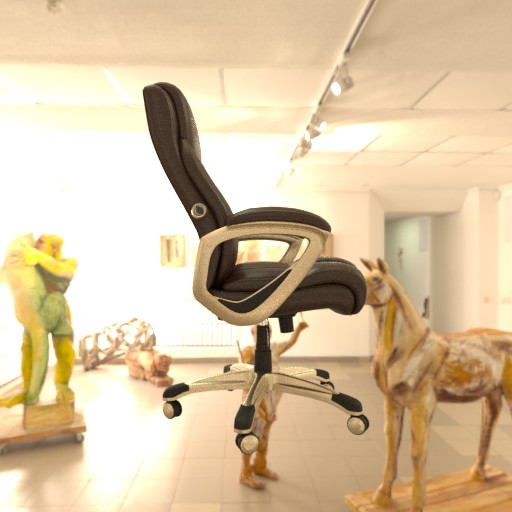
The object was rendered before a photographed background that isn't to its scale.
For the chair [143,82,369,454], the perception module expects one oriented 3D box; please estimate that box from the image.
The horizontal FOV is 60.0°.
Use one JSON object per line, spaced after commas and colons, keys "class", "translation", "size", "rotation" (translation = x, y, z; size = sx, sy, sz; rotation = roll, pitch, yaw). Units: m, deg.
{"class": "chair", "translation": [0.000, 0.000, 1.668], "size": [0.749, 1.194, 0.692], "rotation": [0, 0, -2]}
